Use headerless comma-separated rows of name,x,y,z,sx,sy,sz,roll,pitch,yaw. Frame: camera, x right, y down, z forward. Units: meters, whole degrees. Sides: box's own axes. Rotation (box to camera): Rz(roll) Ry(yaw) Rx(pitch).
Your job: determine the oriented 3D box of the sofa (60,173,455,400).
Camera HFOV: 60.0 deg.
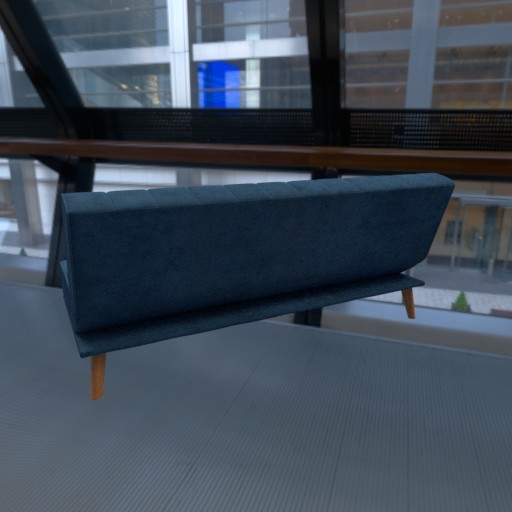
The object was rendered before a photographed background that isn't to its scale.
sofa,0.000,0.000,2.269,1.804,0.813,0.855,-8,17,-26
